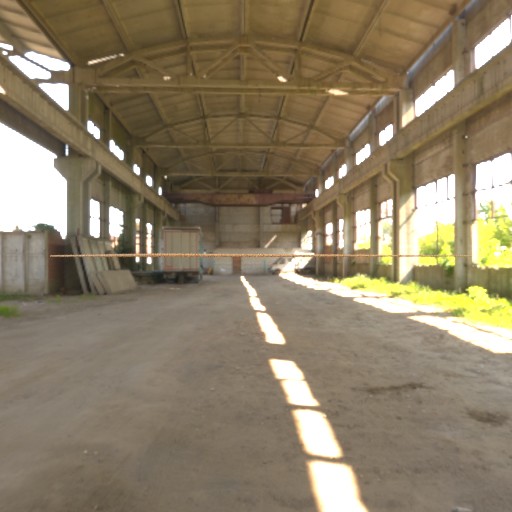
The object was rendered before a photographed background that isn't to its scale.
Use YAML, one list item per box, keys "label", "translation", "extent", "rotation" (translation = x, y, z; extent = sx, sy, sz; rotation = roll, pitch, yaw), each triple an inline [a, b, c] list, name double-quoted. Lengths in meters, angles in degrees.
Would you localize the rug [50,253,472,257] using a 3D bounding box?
- label: "rug"
  translation: [0.000, 0.000, 4.040]
  extent: [3.048, 0.013, 2.439]
  rotation: [0, 0, -36]
